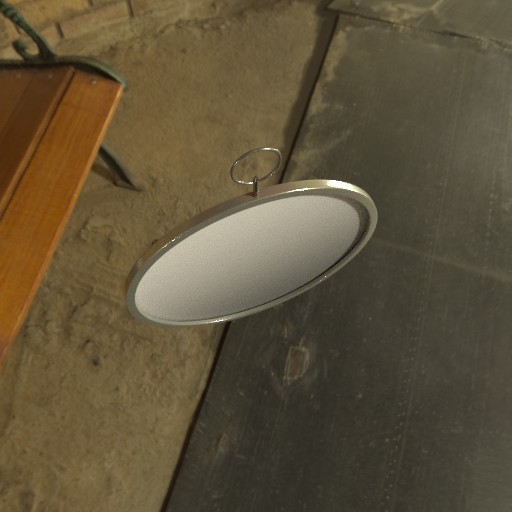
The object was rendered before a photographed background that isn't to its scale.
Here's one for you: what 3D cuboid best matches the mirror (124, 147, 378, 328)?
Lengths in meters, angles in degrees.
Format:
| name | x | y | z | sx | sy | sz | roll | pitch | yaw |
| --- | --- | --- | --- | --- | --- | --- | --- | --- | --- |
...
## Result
| name | x | y | z | sx | sy | sz | roll | pitch | yaw |
| --- | --- | --- | --- | --- | --- | --- | --- | --- | --- |
| mirror | 0.000 | 0.000 | 0.969 | 0.594 | 0.713 | 0.020 | -18 | 65 | -9 |
